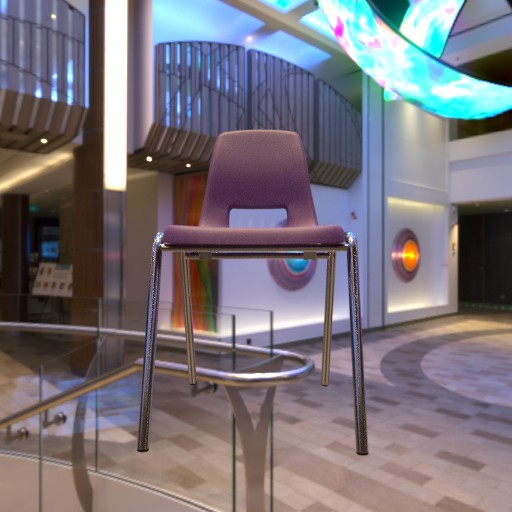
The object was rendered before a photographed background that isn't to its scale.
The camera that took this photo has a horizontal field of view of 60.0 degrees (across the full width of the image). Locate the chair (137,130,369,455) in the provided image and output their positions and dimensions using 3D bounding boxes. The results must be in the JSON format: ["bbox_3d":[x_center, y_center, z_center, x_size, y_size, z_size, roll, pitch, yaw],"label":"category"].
[{"bbox_3d":[0.000,0.000,0.936,0.381,0.654,0.432,0,0,2],"label":"chair"}]
